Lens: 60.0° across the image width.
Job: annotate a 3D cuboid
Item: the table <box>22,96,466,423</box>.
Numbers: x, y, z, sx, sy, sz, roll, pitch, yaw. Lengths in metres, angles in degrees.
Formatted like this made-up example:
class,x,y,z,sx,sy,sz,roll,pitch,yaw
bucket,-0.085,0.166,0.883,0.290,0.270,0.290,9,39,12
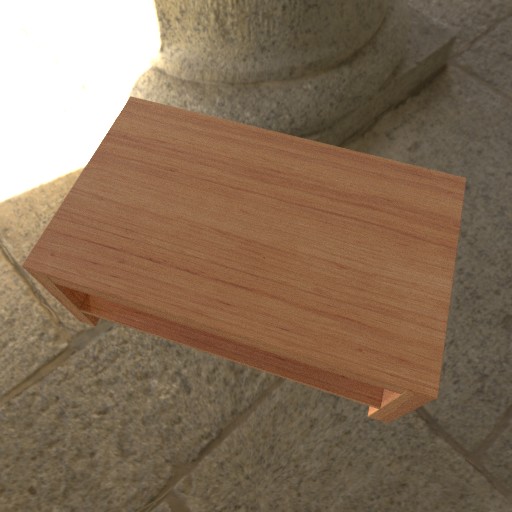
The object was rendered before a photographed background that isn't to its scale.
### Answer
class,x,y,z,sx,sy,sz,roll,pitch,yaw
table,0.000,0.000,1.505,1.146,0.457,0.695,16,63,8
